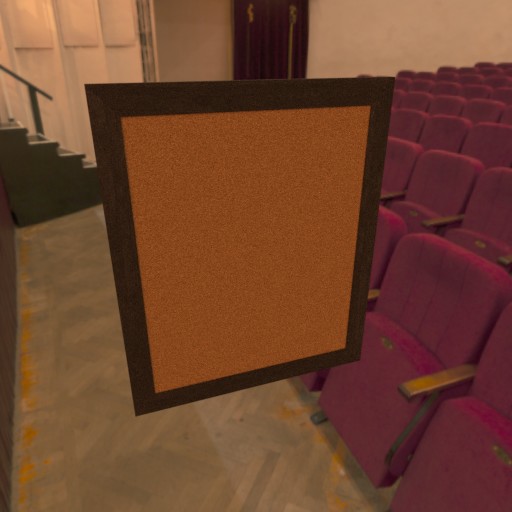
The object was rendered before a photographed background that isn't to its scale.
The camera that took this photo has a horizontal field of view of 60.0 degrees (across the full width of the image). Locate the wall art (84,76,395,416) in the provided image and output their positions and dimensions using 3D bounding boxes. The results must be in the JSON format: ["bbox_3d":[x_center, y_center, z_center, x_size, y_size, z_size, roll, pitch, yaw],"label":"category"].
[{"bbox_3d":[0.000,0.000,0.771,0.476,0.570,0.013,-9,27,-18],"label":"wall art"}]
